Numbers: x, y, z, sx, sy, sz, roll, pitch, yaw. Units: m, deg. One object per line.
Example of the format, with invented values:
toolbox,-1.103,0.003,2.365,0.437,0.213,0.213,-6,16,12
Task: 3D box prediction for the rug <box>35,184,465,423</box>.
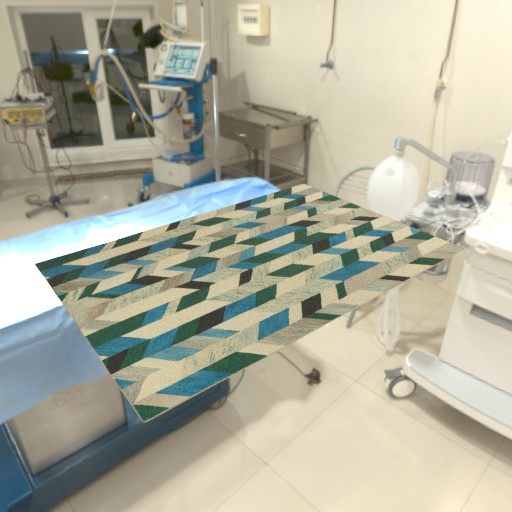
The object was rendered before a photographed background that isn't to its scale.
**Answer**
rug,0.000,0.000,2.259,1.827,0.005,1.229,-21,36,-32
